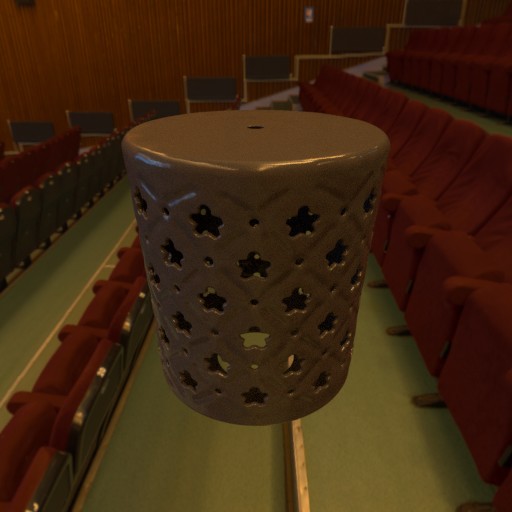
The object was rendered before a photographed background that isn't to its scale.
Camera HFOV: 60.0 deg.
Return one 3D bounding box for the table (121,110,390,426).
[{"bbox_3d":[0.000,0.000,0.680,0.352,0.387,0.352,0,27,0],"label":"table"}]
